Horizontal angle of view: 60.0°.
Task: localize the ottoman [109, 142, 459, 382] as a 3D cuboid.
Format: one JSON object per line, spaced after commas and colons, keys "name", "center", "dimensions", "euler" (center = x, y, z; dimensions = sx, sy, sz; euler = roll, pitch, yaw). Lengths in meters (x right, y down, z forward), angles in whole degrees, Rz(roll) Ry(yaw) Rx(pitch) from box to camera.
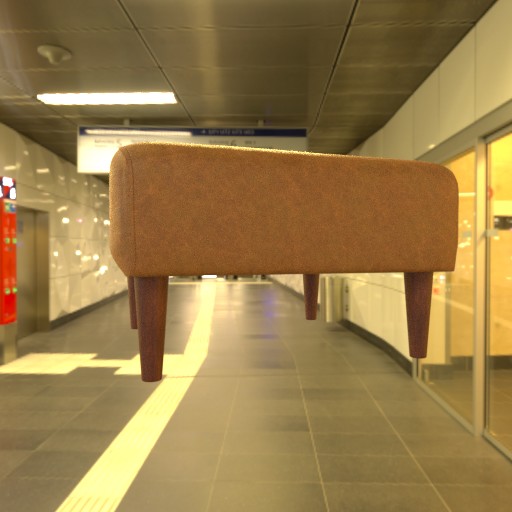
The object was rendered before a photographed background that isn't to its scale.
{"name": "ottoman", "center": [0.000, 0.000, 1.044], "dimensions": [0.650, 0.399, 0.650], "euler": [0, 1, -18]}
